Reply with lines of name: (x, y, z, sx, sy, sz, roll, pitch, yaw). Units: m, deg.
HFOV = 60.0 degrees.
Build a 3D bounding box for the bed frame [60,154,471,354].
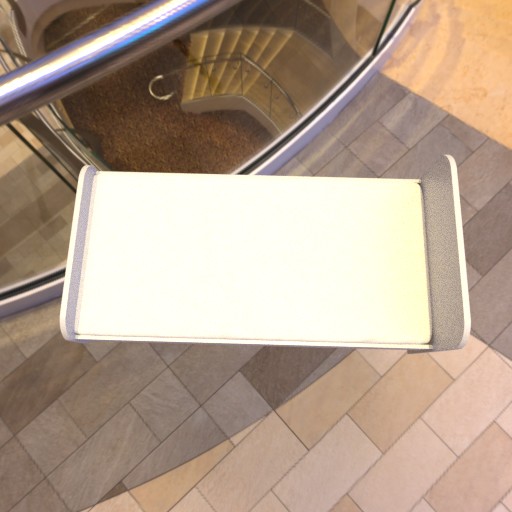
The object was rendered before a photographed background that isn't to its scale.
bed frame: (0.000, 0.000, 2.490, 1.963, 0.805, 0.998, 2, 76, 0)
